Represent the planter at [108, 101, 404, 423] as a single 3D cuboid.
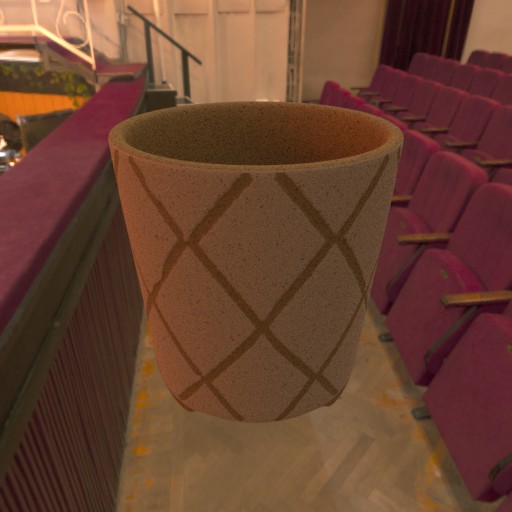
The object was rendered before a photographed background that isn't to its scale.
[{"bbox_3d":[0.000,0.000,0.344,0.191,0.199,0.191,0,29,0],"label":"planter"}]
